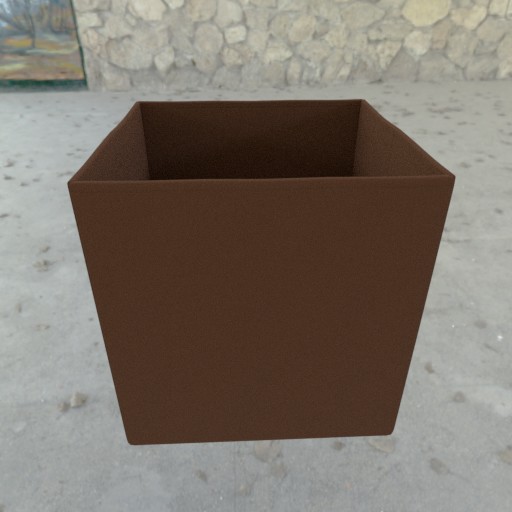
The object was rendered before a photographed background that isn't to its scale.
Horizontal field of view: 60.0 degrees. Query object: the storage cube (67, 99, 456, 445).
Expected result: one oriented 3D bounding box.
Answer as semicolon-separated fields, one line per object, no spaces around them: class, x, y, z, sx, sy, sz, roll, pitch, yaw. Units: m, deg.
storage cube;0.000;0.000;0.485;0.270;0.280;0.270;-1;31;-2
